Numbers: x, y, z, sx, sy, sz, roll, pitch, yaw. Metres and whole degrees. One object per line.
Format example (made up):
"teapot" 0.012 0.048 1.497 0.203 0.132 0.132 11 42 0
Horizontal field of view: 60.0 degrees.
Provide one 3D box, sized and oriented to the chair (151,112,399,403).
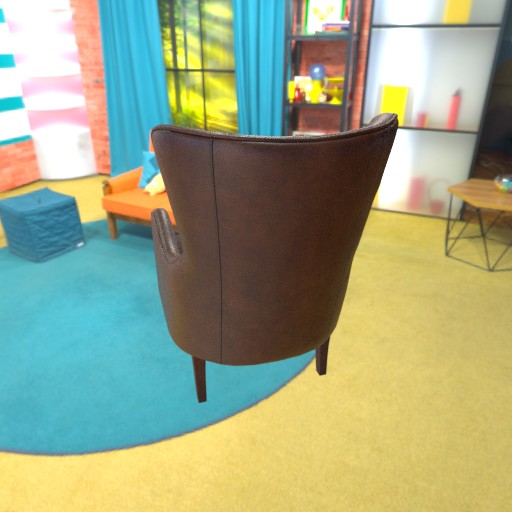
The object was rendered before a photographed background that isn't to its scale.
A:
"chair" 0.000 0.000 1.611 0.692 1.048 0.914 -8 27 -16
